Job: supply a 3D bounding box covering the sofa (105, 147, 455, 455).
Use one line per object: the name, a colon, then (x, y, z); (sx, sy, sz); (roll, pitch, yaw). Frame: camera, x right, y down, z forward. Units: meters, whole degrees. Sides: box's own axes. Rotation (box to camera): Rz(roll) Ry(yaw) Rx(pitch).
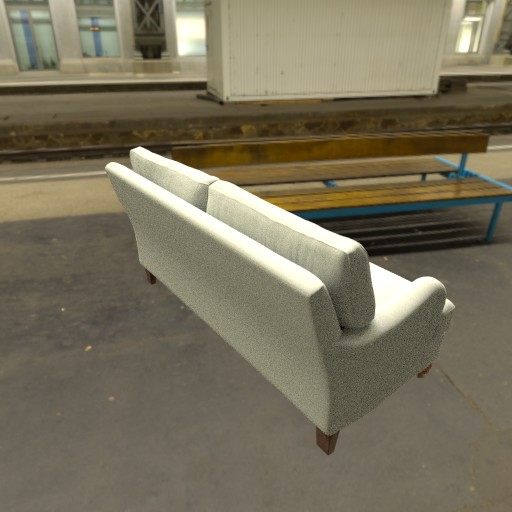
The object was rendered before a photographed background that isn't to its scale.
sofa: (0.000, 0.000, 2.789); (1.069, 1.096, 2.193); (-18, 32, -32)
